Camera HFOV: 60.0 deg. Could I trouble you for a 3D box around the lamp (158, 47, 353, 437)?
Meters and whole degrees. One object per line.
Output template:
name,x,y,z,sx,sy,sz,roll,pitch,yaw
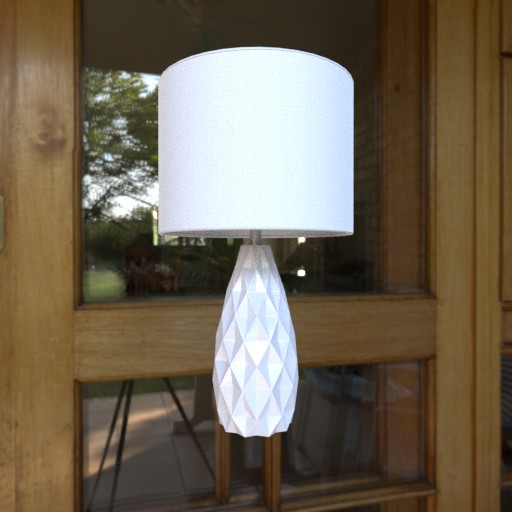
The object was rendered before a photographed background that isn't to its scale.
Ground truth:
lamp,0.000,0.000,0.692,0.297,0.522,0.297,0,0,0
